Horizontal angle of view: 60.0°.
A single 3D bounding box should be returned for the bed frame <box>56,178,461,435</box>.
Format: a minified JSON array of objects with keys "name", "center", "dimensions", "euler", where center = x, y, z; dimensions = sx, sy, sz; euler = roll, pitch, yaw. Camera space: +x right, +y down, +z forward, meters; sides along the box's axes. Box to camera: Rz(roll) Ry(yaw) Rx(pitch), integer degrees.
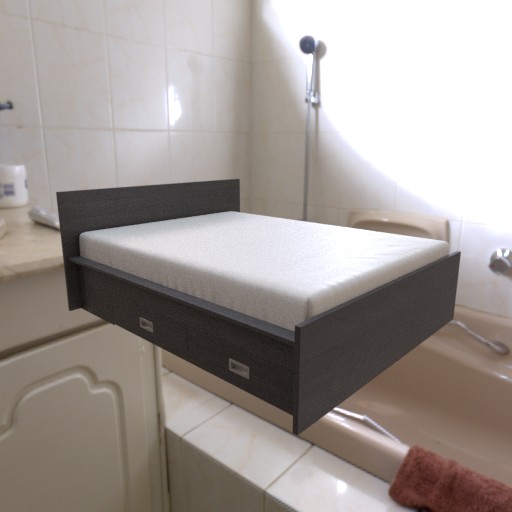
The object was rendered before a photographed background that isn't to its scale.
[{"name":"bed frame","center":[0.000,0.000,2.833],"dimensions":[1.960,0.800,1.622],"euler":[13,19,42]}]
